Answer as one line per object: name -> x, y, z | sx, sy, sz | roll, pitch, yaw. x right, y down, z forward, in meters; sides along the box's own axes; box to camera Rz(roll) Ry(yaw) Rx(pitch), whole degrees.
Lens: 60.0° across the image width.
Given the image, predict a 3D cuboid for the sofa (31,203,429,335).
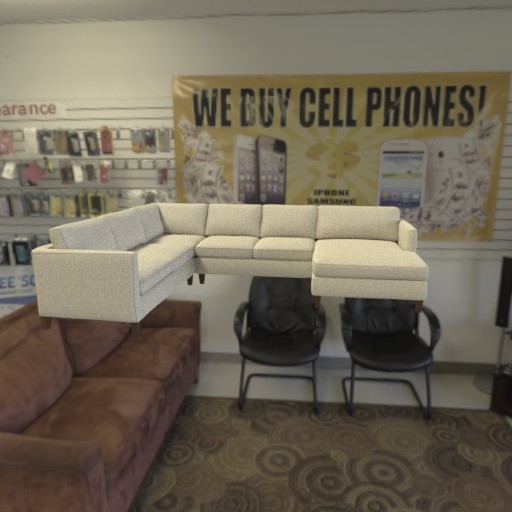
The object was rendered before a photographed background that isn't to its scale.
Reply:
sofa -> 0.000, 0.000, 4.645 | 3.403, 0.889, 2.551 | 2, 12, 8
